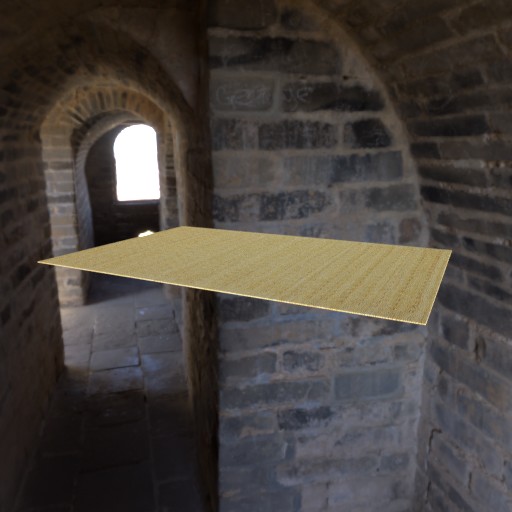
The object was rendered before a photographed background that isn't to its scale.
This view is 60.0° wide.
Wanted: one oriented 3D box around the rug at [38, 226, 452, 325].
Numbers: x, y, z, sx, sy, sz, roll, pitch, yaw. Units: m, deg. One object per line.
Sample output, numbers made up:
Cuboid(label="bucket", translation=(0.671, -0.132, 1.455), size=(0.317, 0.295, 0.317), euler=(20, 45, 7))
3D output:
Cuboid(label="rug", translation=(0.000, 0.000, 2.930), size=(2.286, 0.006, 1.524), euler=(7, 15, 26))
